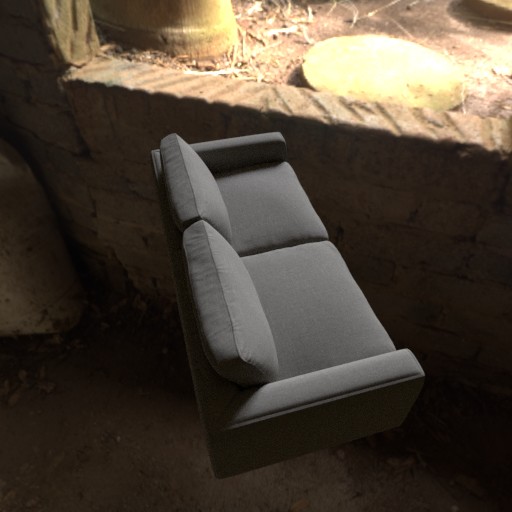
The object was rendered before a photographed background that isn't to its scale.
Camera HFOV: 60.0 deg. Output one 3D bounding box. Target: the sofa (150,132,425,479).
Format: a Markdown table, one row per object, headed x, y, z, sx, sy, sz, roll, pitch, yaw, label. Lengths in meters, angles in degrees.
| x | y | z | sx | sy | sz | roll | pitch | yaw | label |
| --- | --- | --- | --- | --- | --- | --- | --- | --- | --- |
| 0.000 | 0.000 | 2.800 | 1.070 | 0.801 | 2.262 | -11 | 47 | -11 | sofa |
